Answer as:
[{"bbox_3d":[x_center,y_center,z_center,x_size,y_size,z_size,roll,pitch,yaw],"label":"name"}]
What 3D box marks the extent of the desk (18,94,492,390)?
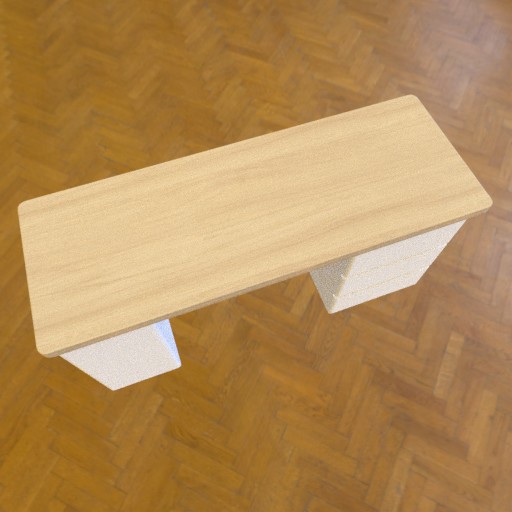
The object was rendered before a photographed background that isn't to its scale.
[{"bbox_3d":[0.000,0.000,1.812,1.500,0.755,0.550,-18,64,-9],"label":"desk"}]
